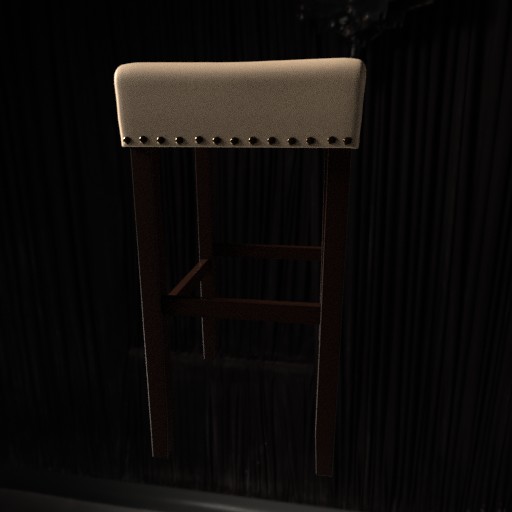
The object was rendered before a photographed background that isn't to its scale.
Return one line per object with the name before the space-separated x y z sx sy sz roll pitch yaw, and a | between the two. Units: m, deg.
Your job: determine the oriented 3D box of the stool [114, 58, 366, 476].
stool | 0.000 0.000 0.999 0.401 0.762 0.471 2 16 8
